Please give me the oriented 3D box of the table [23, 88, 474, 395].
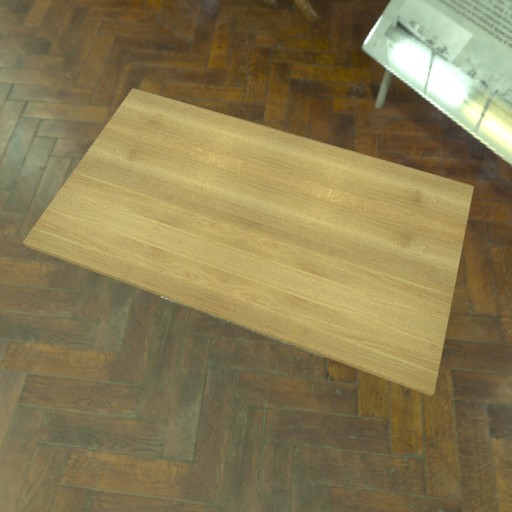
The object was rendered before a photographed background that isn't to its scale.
[{"bbox_3d":[0.000,0.000,2.117,1.600,0.750,0.900,19,64,9],"label":"table"}]
